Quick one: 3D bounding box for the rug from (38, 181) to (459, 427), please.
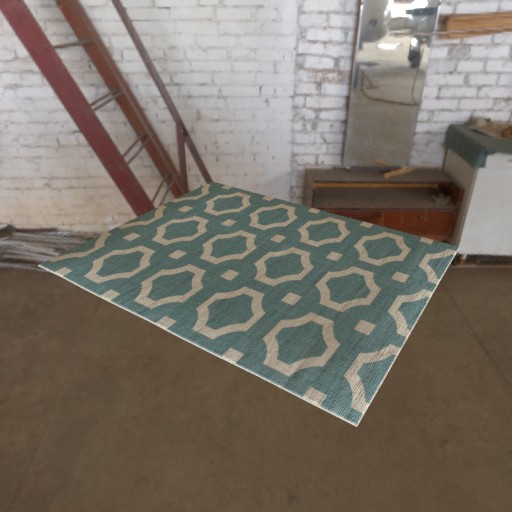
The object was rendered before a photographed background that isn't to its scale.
[{"bbox_3d":[0.000,0.000,4.111,3.049,0.021,2.466,19,36,29],"label":"rug"}]
